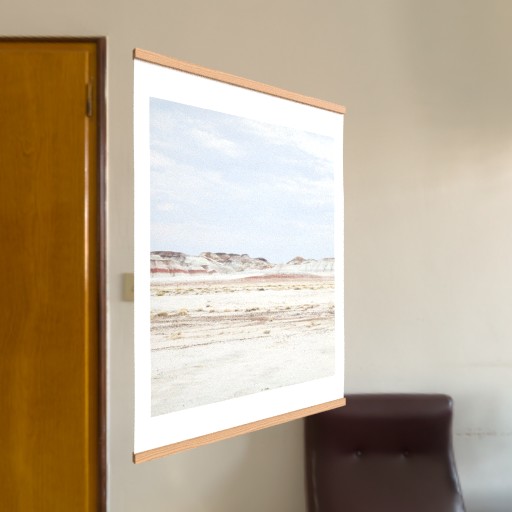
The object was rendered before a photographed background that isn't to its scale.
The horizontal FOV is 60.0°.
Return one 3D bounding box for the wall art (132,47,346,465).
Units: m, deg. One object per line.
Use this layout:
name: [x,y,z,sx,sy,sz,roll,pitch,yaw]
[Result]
wall art: [0.000,0.000,1.304,0.739,1.016,0.020,0,0,-36]
